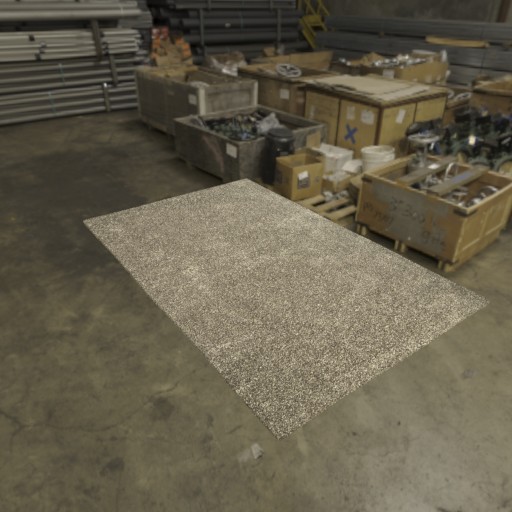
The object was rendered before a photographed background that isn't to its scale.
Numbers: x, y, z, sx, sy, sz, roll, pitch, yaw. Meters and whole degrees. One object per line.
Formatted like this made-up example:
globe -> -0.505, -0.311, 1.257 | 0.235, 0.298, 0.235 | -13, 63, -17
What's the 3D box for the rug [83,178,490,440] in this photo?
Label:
rug -> 0.000, 0.000, 2.886 | 1.502, 0.025, 2.350 | -20, 36, -31
